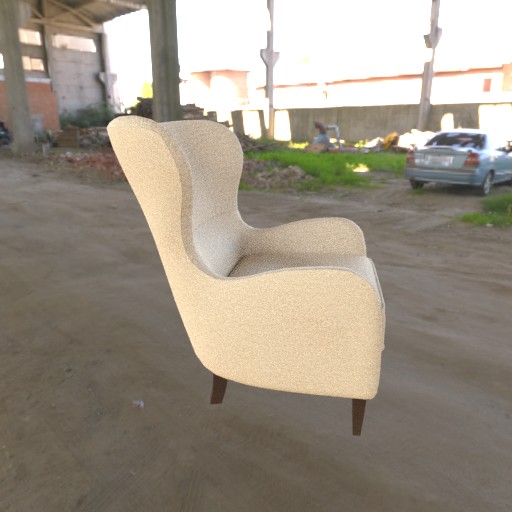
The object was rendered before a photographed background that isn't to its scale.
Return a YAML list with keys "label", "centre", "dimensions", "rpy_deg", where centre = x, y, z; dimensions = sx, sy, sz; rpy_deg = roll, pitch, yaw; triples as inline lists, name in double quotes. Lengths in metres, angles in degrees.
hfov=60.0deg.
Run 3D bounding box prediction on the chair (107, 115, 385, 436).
- label: "chair"
  centre: [0.000, 0.000, 1.787]
  dimensions: [0.984, 1.064, 0.861]
  rpy_deg: [3, 16, 10]
